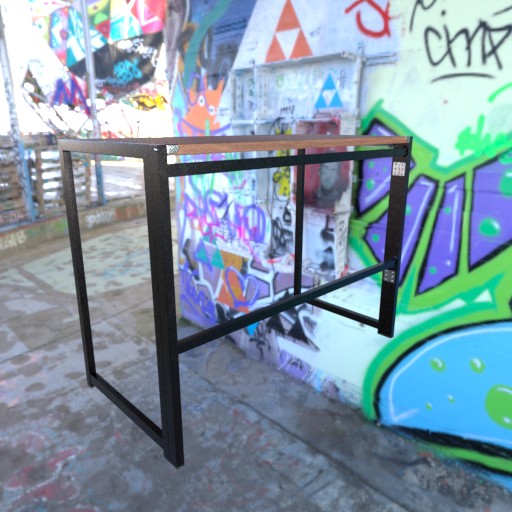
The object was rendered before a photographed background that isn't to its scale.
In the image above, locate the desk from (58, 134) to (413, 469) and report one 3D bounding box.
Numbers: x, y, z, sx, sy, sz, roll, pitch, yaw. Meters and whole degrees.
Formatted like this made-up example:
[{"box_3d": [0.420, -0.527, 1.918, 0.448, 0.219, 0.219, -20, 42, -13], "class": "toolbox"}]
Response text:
[{"box_3d": [0.000, 0.000, 1.473, 1.016, 0.762, 0.508, -15, 22, -42], "class": "desk"}]
